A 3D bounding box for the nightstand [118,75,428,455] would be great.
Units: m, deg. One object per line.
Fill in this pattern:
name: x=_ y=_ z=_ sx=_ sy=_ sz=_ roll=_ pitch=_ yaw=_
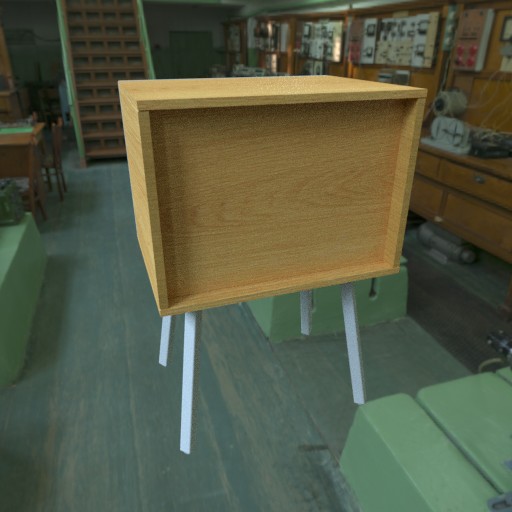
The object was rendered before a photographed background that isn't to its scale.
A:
nightstand: x=0.000 y=0.000 z=0.828 sx=0.400 sy=0.601 sz=0.316 roll=-9 pitch=27 yaw=-18
